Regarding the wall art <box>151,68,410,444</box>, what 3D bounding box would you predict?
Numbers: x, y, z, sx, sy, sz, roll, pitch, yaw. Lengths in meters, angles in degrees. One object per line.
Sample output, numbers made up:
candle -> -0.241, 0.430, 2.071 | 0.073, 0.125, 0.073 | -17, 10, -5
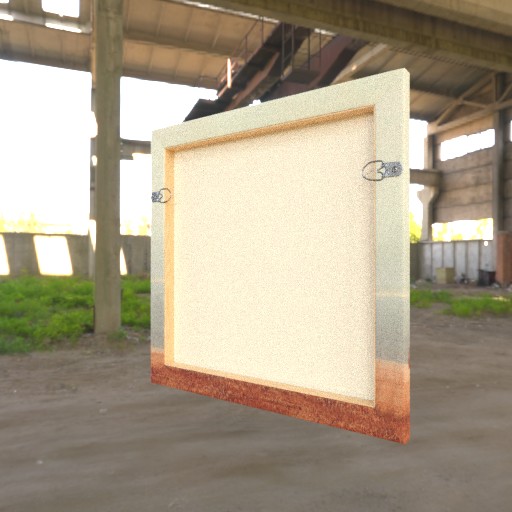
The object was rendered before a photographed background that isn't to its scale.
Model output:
wall art -> 0.000, 0.000, 0.601 | 0.405, 0.405, 0.023 | 0, 0, 36
